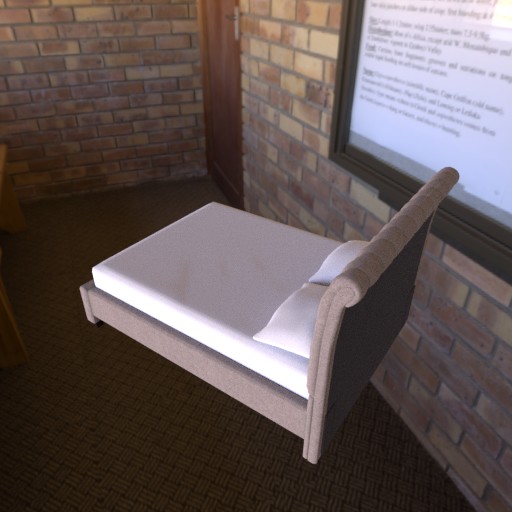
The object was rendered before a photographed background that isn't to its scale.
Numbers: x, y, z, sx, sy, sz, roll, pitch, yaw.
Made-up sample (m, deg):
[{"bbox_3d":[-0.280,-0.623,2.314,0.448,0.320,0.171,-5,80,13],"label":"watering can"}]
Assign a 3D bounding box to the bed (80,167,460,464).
[{"bbox_3d":[0.000,0.000,3.340,2.252,1.371,1.645,21,38,29],"label":"bed"}]
